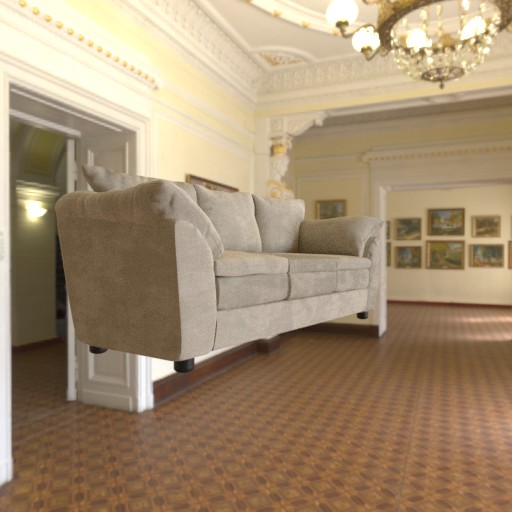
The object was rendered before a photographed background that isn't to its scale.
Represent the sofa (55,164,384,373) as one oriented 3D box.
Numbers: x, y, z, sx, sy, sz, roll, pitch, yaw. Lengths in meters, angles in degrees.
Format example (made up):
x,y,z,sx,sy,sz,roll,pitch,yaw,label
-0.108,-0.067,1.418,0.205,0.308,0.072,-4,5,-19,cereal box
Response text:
x,y,z,sx,sy,sz,roll,pitch,yaw,label
0.000,0.000,2.876,0.893,0.981,2.377,0,0,36,sofa
